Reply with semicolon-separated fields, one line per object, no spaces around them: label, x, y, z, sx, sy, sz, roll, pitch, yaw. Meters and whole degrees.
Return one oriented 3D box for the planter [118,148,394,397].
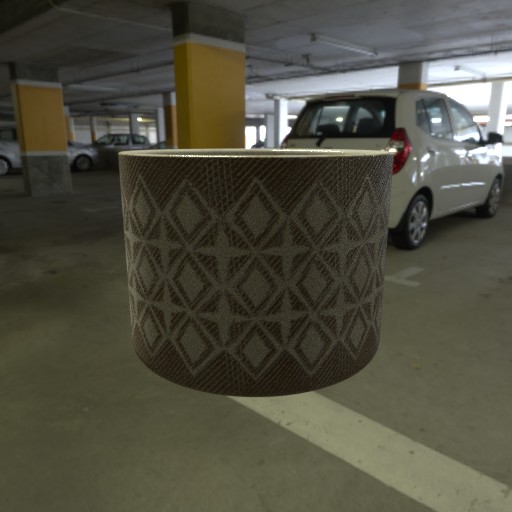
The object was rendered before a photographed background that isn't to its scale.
planter;0.000;0.000;0.226;0.126;0.104;0.126;0;15;0
